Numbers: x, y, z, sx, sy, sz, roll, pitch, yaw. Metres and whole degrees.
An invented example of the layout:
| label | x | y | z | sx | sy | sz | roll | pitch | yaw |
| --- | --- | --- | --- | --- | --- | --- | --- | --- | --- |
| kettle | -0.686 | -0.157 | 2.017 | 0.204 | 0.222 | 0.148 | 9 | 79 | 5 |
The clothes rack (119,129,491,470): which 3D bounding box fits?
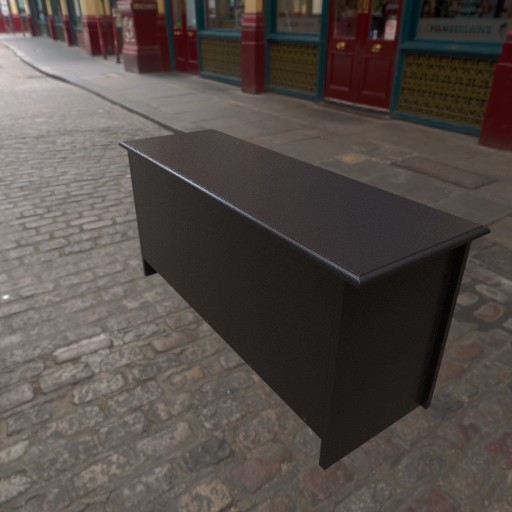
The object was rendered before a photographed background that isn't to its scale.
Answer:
| label | x | y | z | sx | sy | sz | roll | pitch | yaw |
| --- | --- | --- | --- | --- | --- | --- | --- | --- | --- |
| clothes rack | 0.000 | 0.000 | 1.433 | 0.406 | 0.556 | 1.219 | -18 | 33 | -30 |
